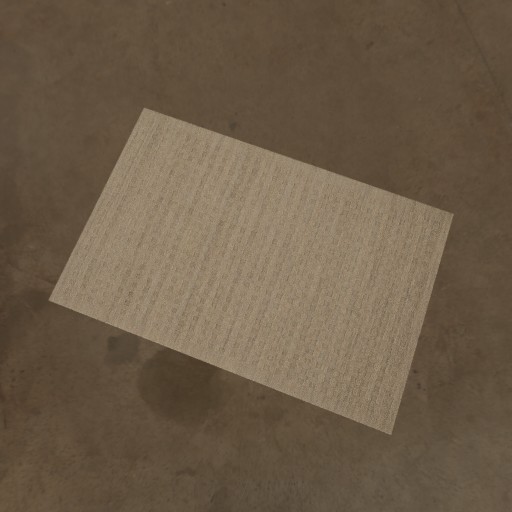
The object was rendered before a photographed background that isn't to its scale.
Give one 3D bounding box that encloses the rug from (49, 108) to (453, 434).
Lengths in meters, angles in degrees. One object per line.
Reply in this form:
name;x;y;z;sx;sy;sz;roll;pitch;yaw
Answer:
rug;0.000;0.000;2.239;1.752;0.006;1.142;20;77;5
